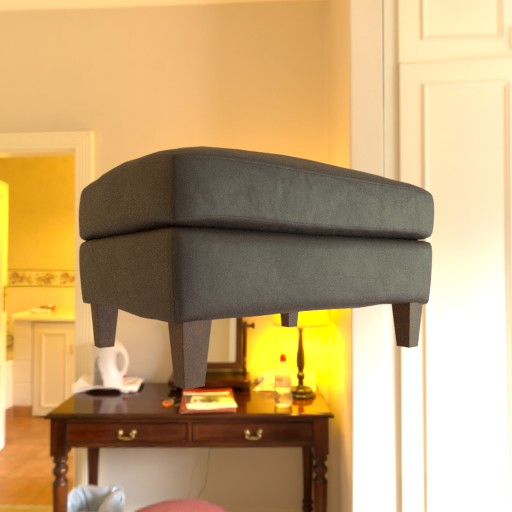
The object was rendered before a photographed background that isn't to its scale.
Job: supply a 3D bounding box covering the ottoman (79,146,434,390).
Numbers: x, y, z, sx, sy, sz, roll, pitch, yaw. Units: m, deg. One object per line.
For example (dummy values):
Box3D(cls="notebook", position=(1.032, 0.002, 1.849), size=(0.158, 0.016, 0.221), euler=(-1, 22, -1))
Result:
Box3D(cls="ottoman", position=(0.000, 0.000, 1.300), size=(0.887, 0.529, 0.659), euler=(1, -2, -37))
